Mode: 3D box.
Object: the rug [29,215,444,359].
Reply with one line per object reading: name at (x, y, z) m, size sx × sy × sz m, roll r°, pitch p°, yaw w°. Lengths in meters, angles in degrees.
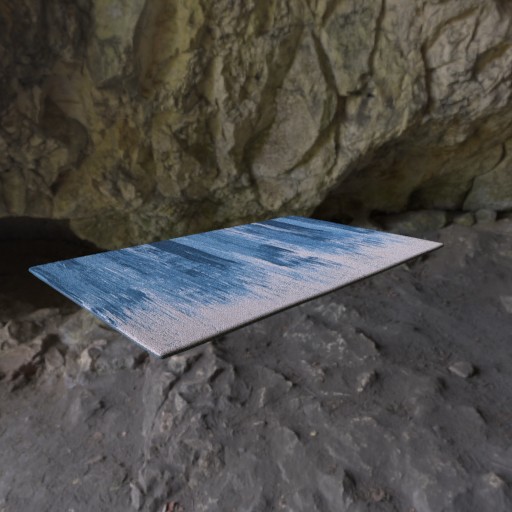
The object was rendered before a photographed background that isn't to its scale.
rug at (0.000, 0.000, 3.013) m, size 2.450 × 0.027 × 1.540 m, roll -15°, pitch 22°, yaw -41°
